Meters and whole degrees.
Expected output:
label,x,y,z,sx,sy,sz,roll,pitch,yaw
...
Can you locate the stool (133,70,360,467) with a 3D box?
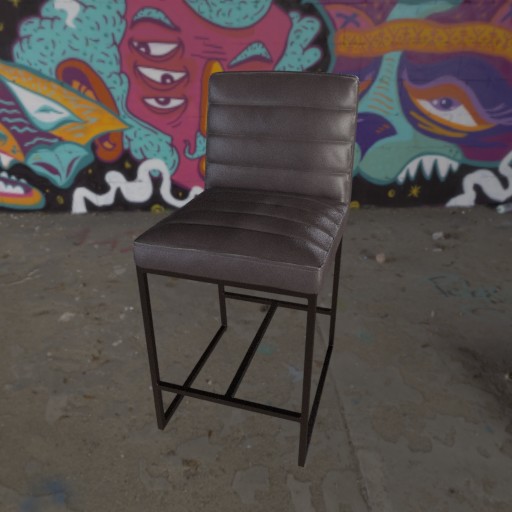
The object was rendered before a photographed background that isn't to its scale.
label,x,y,z,sx,sy,sz,roll,pitch,yaw
stool,0.000,0.000,1.265,0.463,0.946,0.562,8,28,15
